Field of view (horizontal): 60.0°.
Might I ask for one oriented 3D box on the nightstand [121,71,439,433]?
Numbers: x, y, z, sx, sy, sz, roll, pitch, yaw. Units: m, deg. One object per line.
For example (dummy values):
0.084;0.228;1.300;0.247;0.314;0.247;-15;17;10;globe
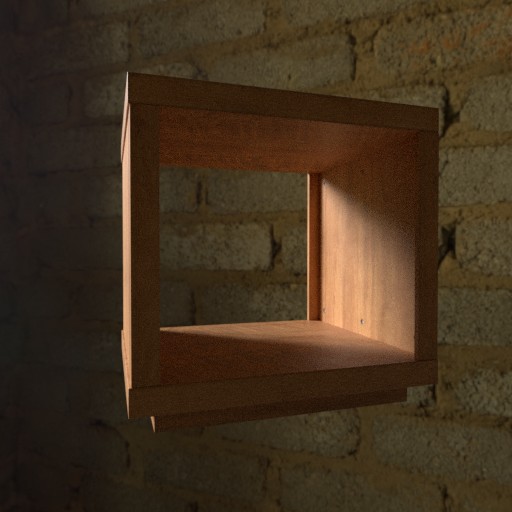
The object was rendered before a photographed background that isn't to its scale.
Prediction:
0.000;0.000;0.860;0.493;0.491;0.436;0;1;-18;nightstand
